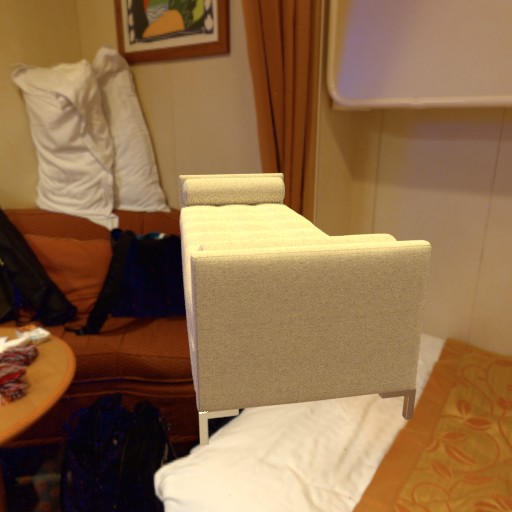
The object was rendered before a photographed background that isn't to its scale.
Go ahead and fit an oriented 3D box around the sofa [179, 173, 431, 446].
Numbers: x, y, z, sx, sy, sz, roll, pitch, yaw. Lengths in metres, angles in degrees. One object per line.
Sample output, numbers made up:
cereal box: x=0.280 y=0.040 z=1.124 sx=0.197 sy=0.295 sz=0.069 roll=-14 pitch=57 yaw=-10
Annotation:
sofa: x=0.000 y=0.000 z=2.416 sx=0.797 sy=0.655 sz=2.102 roll=-3 pitch=17 yaw=-10
